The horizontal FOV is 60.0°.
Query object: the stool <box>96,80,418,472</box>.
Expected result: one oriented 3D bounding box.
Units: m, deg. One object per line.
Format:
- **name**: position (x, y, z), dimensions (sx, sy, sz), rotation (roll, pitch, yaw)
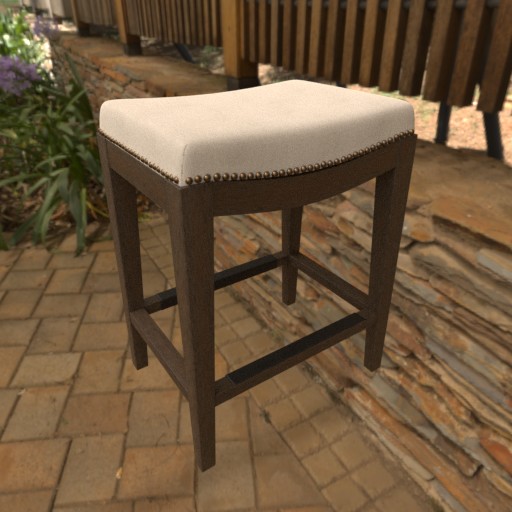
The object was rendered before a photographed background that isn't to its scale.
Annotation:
- **stool**: position (0.000, 0.000, 0.947), dimensions (0.500, 0.642, 0.361), rotation (-19, 35, -30)
